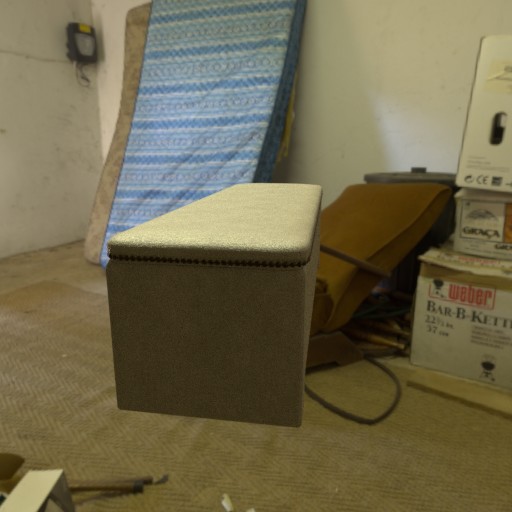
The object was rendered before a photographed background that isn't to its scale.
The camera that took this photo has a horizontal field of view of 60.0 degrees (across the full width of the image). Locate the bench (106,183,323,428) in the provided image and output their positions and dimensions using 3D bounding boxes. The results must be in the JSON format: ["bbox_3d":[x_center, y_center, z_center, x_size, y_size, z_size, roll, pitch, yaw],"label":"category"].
[{"bbox_3d":[0.000,0.000,1.710,0.470,0.447,1.482,2,14,9],"label":"bench"}]
